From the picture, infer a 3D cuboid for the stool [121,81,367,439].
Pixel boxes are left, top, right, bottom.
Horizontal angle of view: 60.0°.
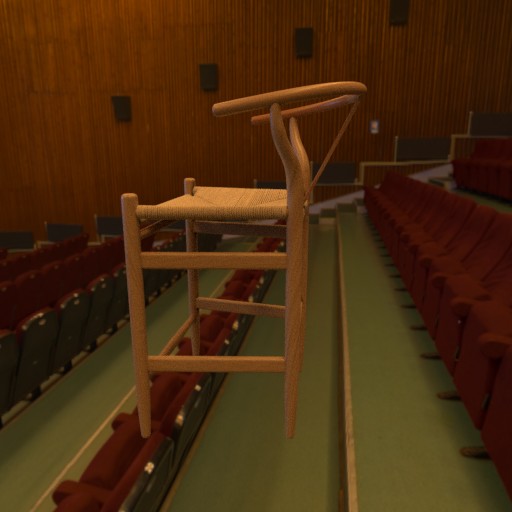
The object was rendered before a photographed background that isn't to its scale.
[{"bbox_3d":[0.000,0.000,1.296,0.575,0.923,0.536,2,15,9],"label":"stool"}]
